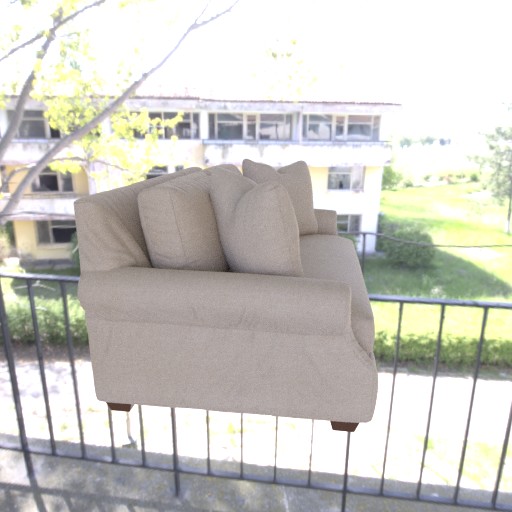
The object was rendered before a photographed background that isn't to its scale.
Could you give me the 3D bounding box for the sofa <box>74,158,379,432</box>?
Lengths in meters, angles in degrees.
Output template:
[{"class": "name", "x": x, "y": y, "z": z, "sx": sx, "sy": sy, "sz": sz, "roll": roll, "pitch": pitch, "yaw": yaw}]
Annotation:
[{"class": "sofa", "x": 0.000, "y": 0.000, "z": 2.182, "sx": 1.070, "sy": 0.905, "sz": 1.550, "roll": 2, "pitch": 16, "yaw": 8}]
